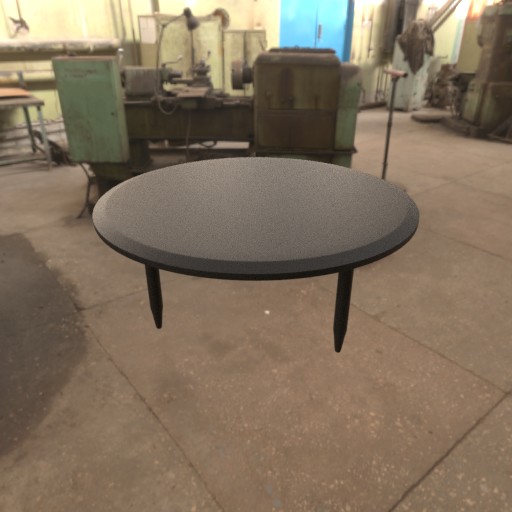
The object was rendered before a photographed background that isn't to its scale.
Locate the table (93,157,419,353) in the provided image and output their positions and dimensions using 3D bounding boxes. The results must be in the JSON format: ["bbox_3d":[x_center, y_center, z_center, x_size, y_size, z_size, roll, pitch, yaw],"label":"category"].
[{"bbox_3d":[0.000,0.000,1.370,0.900,0.400,0.900,0,27,0],"label":"table"}]
